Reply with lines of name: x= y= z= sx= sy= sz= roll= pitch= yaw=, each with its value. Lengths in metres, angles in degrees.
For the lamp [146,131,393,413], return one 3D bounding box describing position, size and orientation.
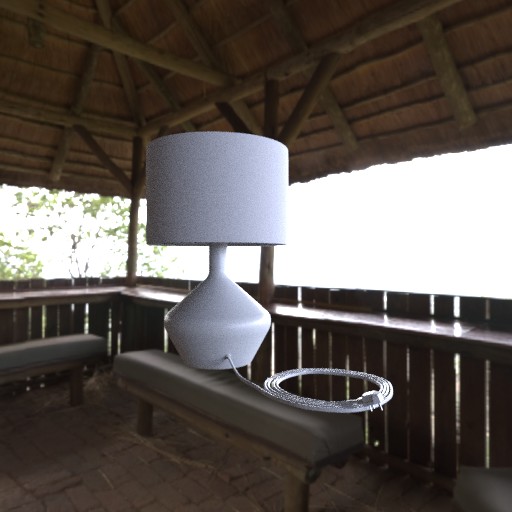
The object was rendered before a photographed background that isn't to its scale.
lamp: x=0.000 y=0.000 z=0.864 sx=0.401 sy=0.457 sz=0.546 roll=0 pitch=-1 yaw=-18
